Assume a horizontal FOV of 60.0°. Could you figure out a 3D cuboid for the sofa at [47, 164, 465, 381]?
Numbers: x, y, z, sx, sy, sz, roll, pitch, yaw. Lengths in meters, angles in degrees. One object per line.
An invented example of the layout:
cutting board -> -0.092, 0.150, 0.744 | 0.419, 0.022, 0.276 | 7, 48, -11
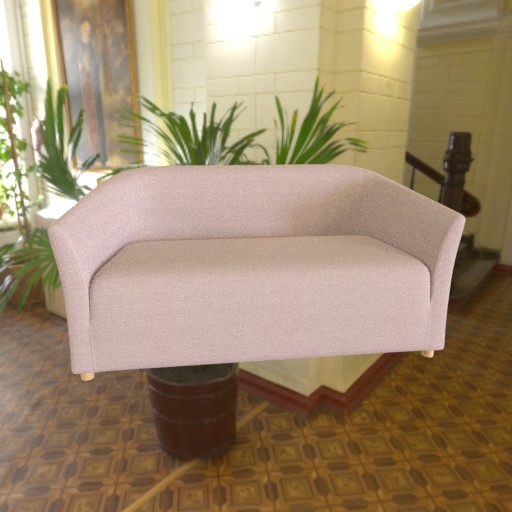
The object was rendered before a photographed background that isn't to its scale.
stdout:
sofa -> 0.000, 0.000, 1.899 | 1.452, 0.721, 0.705 | -2, 16, -7
